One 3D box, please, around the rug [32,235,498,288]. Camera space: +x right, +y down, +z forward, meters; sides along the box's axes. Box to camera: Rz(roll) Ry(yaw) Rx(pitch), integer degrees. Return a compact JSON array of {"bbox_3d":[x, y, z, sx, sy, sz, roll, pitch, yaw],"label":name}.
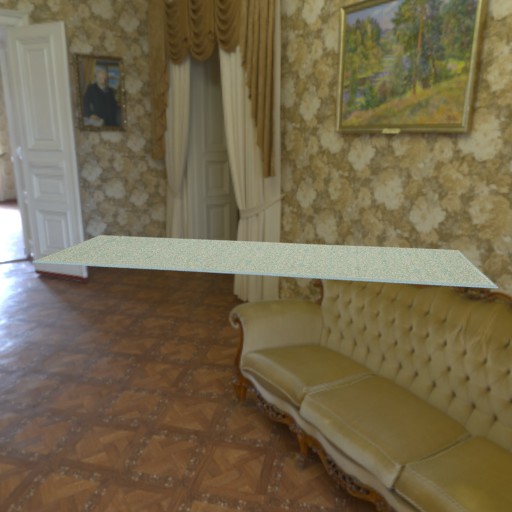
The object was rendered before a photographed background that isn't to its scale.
[{"bbox_3d":[0.000,0.000,2.371,2.196,0.011,0.662,3,15,10],"label":"rug"}]
